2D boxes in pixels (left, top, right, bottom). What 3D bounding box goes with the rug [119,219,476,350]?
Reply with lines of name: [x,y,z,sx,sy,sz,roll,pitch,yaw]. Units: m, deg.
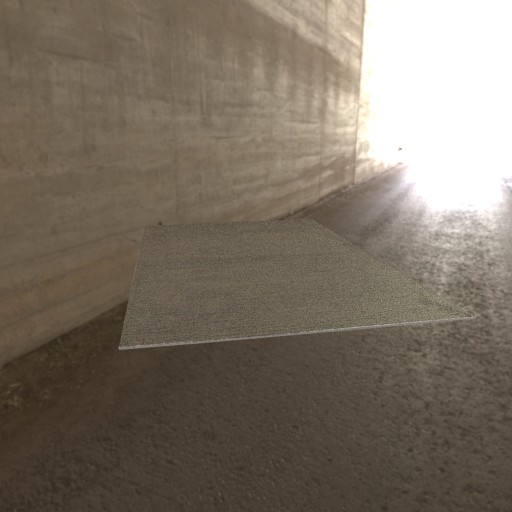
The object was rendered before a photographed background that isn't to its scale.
rug: [0.000,0.000,2.199,1.149,0.021,1.773,-3,16,-11]
